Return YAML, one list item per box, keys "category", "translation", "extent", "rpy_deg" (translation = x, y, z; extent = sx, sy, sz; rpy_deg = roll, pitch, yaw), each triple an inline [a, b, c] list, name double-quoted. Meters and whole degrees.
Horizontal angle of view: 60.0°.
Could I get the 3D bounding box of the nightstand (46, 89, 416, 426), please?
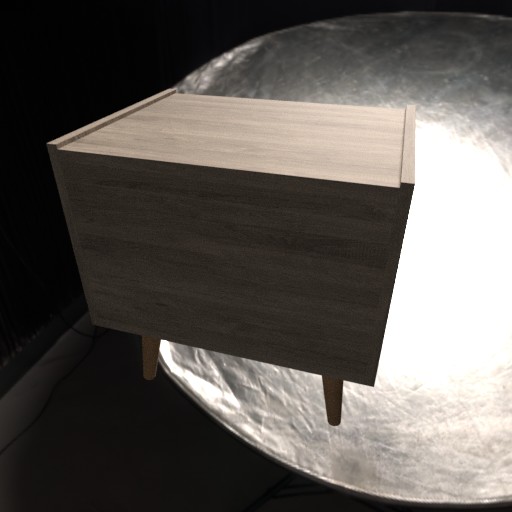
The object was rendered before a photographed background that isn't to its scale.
- category: "nightstand"
  translation: [0.000, 0.000, 0.830]
  extent: [0.480, 0.500, 0.380]
  rpy_deg: [9, 33, 14]
